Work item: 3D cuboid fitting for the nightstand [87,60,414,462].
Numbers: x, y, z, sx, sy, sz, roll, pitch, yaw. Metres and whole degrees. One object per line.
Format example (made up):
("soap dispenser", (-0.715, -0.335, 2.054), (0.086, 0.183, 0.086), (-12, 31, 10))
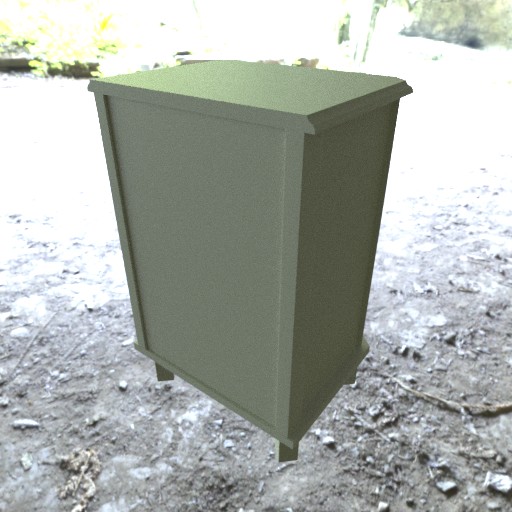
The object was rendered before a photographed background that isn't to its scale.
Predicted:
("nightstand", (0.000, 0.000, 0.903), (0.435, 0.681, 0.351), (21, 37, 31))
